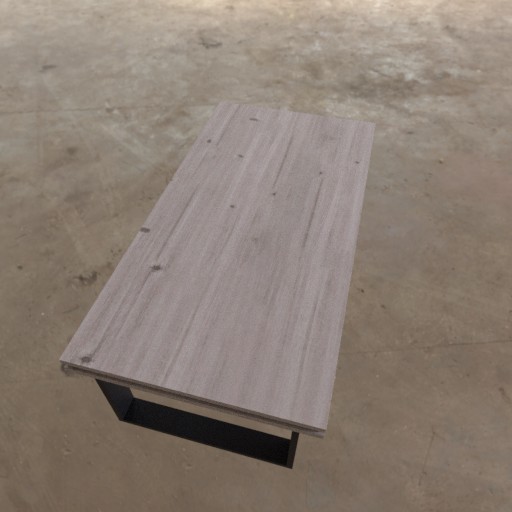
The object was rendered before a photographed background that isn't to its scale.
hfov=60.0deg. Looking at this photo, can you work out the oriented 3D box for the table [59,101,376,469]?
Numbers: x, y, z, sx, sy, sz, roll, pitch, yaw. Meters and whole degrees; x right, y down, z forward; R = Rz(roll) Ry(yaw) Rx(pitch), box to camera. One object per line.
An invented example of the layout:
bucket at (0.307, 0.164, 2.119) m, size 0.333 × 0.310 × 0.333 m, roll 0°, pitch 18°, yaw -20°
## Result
table at (0.000, 0.000, 1.693) m, size 0.700 × 0.450 × 1.350 m, roll 11°, pitch 49°, yaw 10°
